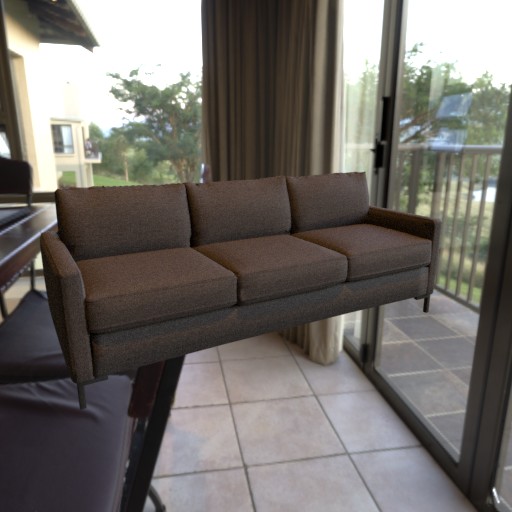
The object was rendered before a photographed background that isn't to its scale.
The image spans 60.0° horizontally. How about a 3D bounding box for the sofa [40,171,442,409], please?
[{"bbox_3d":[0.000,0.000,2.634,2.253,0.882,0.876,-9,18,-28],"label":"sofa"}]
